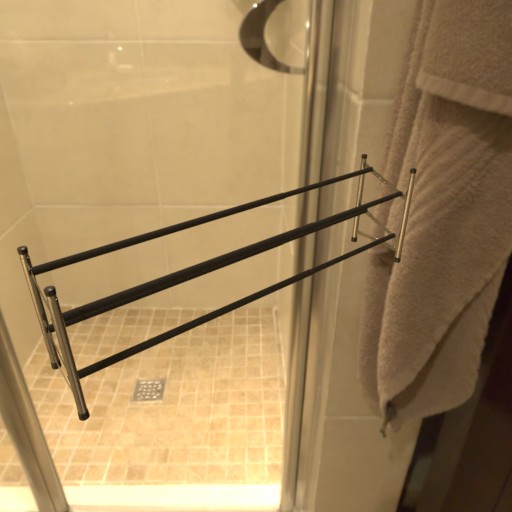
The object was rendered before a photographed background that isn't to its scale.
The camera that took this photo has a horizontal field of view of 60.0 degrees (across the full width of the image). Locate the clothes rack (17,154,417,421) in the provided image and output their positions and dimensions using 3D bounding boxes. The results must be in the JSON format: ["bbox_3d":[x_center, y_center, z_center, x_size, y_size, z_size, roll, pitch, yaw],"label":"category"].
[{"bbox_3d":[0.000,0.000,1.295,1.168,0.349,0.229,-21,36,-32],"label":"clothes rack"}]
